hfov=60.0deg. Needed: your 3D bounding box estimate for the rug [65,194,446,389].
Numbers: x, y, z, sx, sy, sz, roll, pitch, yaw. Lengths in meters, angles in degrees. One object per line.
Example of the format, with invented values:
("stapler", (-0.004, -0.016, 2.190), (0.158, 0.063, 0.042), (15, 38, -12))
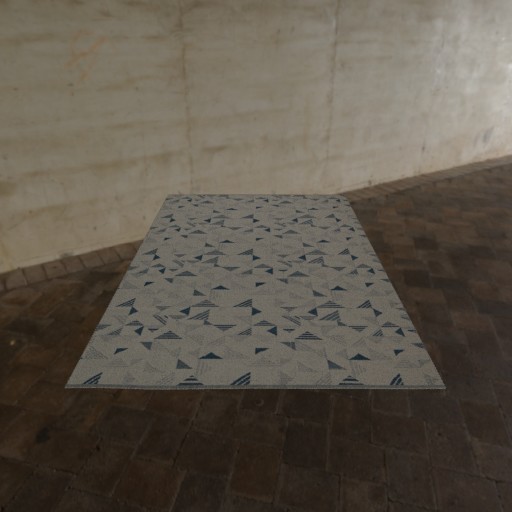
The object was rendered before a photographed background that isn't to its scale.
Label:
("rug", (0.000, 0.000, 2.210), (1.206, 0.003, 1.835), (0, 27, 0))
